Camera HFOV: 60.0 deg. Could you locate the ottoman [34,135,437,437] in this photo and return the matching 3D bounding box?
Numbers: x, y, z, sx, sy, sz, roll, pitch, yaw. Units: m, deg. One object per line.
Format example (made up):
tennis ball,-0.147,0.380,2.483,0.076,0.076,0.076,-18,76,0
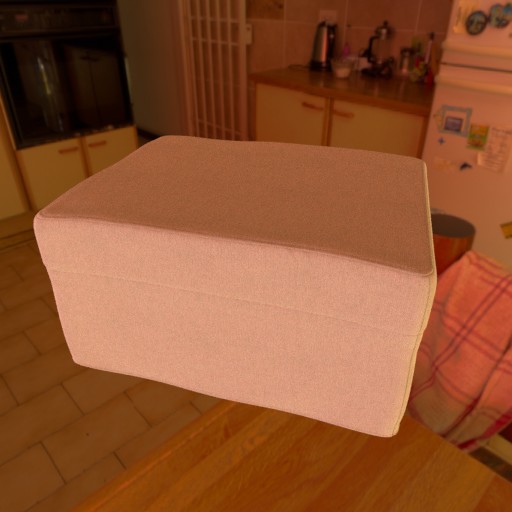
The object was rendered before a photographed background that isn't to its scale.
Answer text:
ottoman,0.000,0.000,1.210,0.833,0.461,0.648,9,33,14
